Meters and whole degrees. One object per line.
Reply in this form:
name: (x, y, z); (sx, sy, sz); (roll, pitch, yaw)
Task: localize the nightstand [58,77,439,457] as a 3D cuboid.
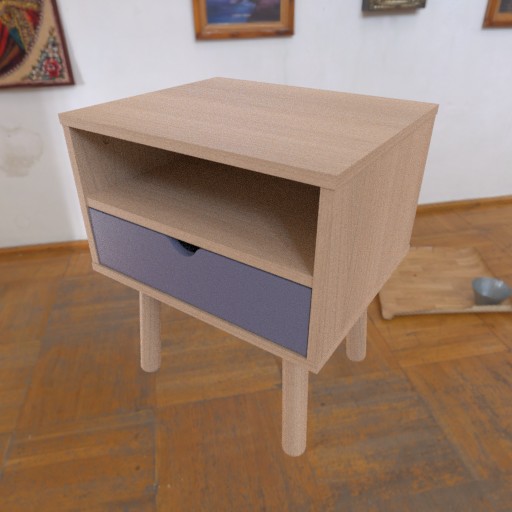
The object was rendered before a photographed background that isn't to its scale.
nightstand: (0.000, 0.000, 0.819); (0.450, 0.530, 0.380); (19, 36, 29)
